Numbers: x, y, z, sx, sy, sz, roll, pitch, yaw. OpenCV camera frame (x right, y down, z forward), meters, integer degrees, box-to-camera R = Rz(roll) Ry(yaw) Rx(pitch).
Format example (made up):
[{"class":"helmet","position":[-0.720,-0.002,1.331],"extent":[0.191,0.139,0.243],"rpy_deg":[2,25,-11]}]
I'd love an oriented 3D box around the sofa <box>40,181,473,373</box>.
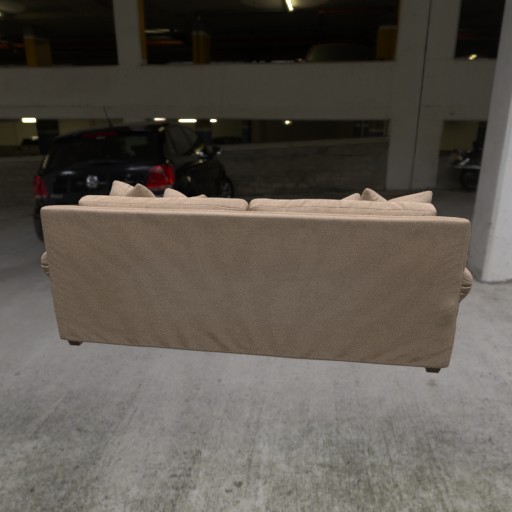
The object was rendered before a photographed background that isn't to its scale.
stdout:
[{"class":"sofa","position":[0.000,0.000,2.778],"extent":[2.285,0.904,1.067],"rpy_deg":[3,18,8]}]
